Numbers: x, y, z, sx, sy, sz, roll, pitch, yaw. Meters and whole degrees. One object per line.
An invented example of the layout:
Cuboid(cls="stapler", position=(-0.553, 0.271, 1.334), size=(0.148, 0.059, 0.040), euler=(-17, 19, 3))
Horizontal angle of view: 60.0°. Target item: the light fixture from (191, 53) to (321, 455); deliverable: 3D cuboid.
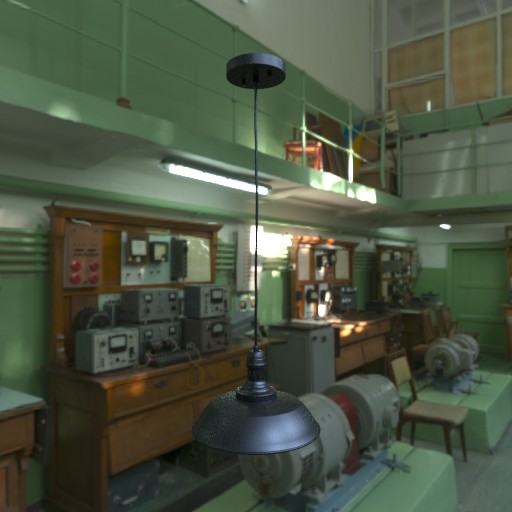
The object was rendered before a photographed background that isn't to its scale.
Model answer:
Cuboid(cls="light fixture", position=(0.000, 0.000, 1.155), size=(0.331, 0.993, 0.331), euler=(-1, -1, 36))
